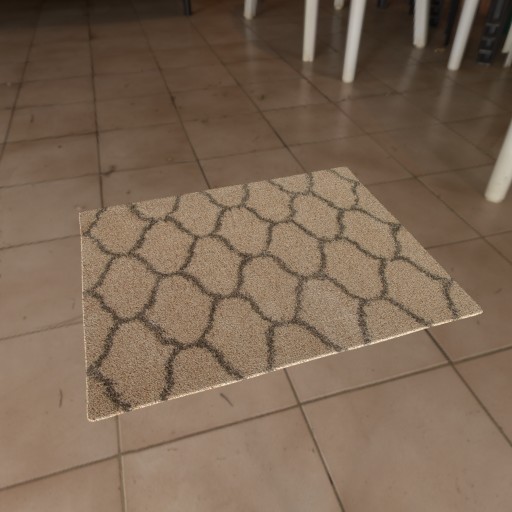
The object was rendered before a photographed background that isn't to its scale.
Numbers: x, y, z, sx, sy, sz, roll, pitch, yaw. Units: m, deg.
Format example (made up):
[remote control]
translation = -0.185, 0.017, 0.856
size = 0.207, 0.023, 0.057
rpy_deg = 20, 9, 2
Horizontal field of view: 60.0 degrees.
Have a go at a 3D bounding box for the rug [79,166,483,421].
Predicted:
[rug]
translation = 0.000, 0.000, 3.990
size = 3.000, 0.026, 2.399
rpy_deg = -12, 42, -14
